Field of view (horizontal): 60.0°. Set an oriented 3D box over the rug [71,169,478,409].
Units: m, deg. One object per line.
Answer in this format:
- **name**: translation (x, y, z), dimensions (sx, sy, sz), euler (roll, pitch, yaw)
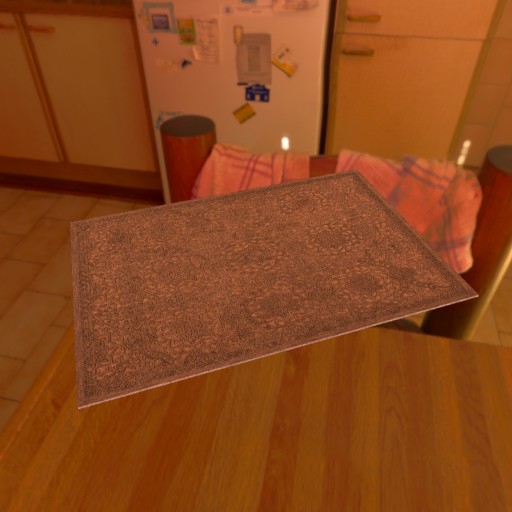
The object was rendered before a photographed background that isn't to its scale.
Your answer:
- **rug**: translation (0.000, 0.000, 2.312), dimensions (1.819, 0.012, 1.208), euler (-13, 43, -14)
